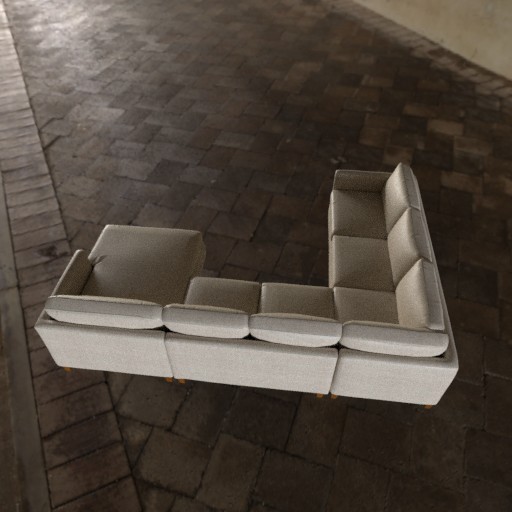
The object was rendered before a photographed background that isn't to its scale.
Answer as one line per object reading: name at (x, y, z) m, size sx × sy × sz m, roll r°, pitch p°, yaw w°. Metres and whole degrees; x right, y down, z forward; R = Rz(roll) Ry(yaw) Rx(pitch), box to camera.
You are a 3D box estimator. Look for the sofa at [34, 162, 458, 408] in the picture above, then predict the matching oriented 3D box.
sofa at (0.000, 0.000, 4.582) m, size 3.460 × 0.961 × 2.594 m, roll 5°, pitch 46°, yaw 4°
